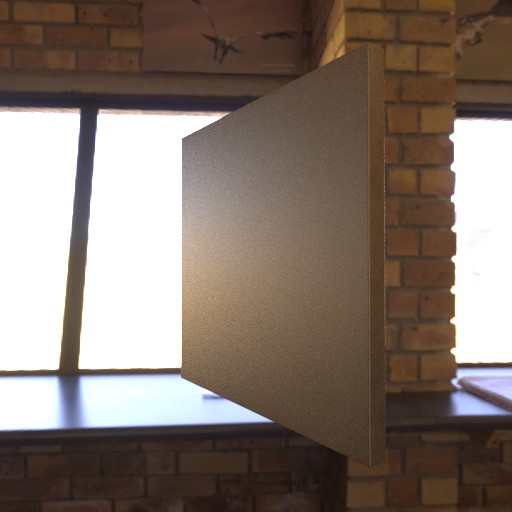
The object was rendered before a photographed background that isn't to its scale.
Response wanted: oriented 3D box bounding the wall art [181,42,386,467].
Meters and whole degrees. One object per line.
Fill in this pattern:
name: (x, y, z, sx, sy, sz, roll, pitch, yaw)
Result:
wall art: (0.000, 0.000, 0.739, 0.030, 0.506, 0.503, 1, -1, -36)
